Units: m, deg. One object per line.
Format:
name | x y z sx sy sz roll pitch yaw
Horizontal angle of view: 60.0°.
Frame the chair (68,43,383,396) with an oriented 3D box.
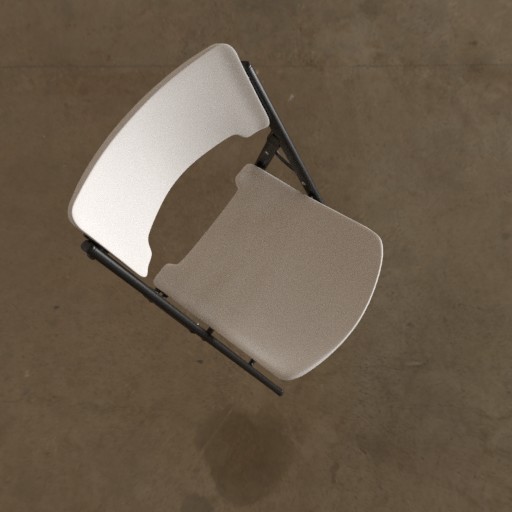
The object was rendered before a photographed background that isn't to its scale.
chair | 0.000 0.000 1.090 0.577 0.765 0.482 35 78 9
